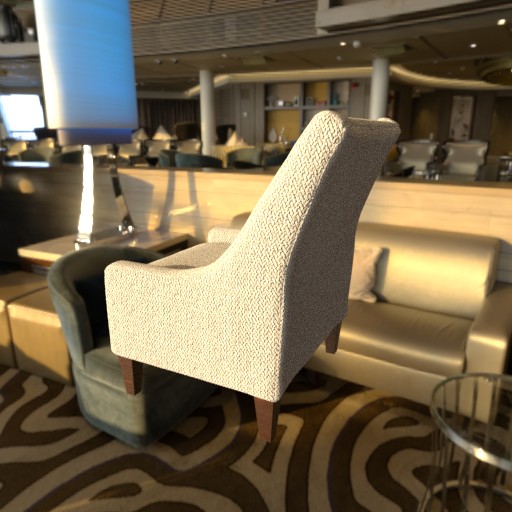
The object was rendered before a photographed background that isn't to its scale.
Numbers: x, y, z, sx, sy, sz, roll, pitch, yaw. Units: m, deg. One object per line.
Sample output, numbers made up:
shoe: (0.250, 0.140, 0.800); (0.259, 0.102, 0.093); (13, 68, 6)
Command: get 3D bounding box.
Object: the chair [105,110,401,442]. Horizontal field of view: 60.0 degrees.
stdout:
chair: (0.000, 0.000, 1.692); (0.870, 1.014, 0.774); (8, 18, 26)
